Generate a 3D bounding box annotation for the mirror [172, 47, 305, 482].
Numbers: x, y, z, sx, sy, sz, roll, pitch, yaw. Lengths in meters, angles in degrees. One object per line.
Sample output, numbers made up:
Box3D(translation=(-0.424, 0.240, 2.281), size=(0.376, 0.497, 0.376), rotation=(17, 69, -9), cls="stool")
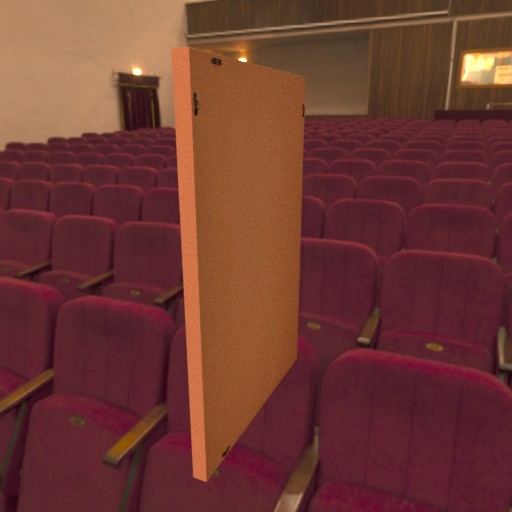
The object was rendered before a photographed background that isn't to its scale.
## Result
Box3D(translation=(0.000, 0.000, 1.156), size=(0.041, 0.915, 0.609), rotation=(8, 19, 24), cls="mirror")
